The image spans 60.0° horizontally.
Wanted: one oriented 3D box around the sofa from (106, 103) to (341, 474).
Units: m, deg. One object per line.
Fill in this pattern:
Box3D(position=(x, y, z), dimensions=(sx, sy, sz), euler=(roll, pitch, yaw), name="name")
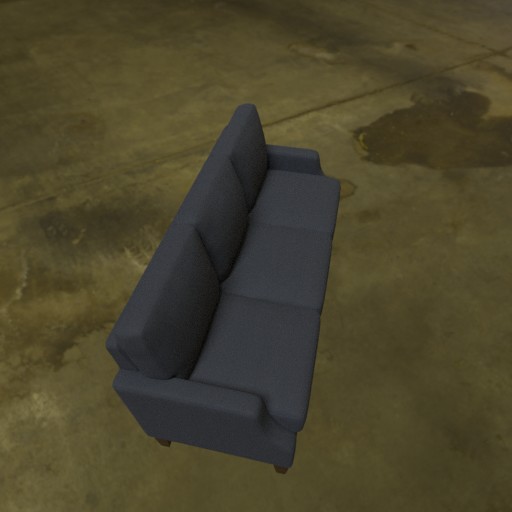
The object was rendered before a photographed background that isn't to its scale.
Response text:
Box3D(position=(0.000, 0.000, 2.678), dimensions=(0.888, 0.984, 2.115), euler=(9, 45, 9), name="sofa")
